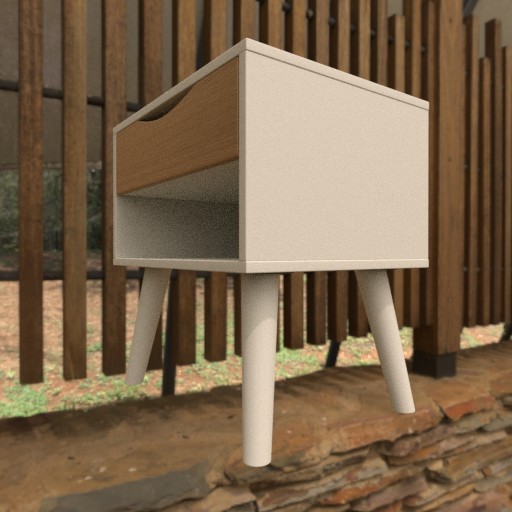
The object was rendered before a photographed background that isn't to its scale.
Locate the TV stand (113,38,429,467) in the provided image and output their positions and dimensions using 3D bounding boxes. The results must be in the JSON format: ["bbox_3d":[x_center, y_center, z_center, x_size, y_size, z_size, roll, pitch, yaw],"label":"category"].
[{"bbox_3d":[0.000,0.000,0.889,0.405,0.559,0.508,0,0,-36],"label":"TV stand"}]
